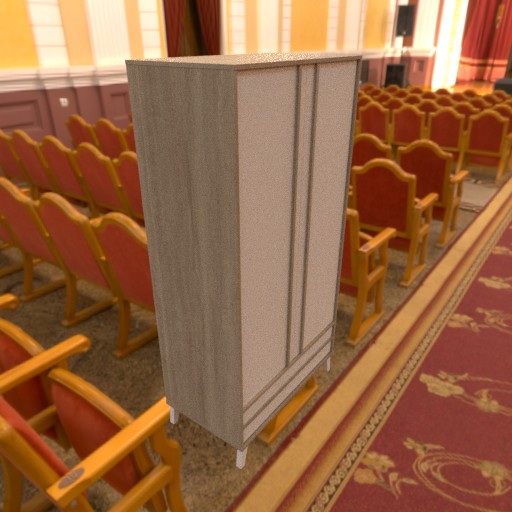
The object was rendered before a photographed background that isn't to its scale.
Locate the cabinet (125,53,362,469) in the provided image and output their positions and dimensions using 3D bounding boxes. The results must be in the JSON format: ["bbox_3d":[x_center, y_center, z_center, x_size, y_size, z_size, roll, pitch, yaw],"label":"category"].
[{"bbox_3d":[0.000,0.000,2.441,0.571,1.999,1.006,18,32,32],"label":"cabinet"}]
